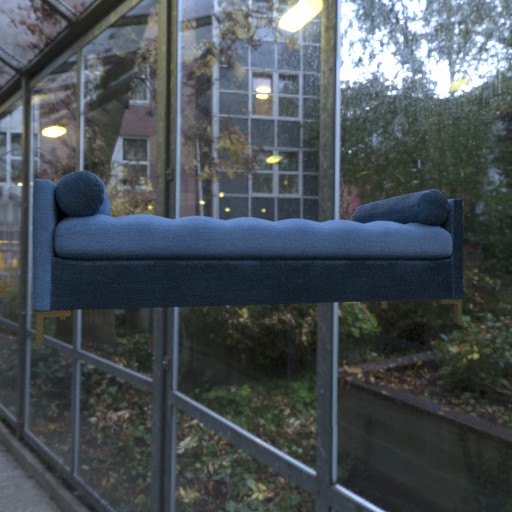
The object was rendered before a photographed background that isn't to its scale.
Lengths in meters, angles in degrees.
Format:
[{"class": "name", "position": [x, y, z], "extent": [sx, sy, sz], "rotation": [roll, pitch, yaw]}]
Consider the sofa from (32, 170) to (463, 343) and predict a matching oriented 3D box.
[{"class": "sofa", "position": [0.000, 0.000, 2.414], "extent": [2.102, 0.705, 0.796], "rotation": [0, -1, -16]}]
